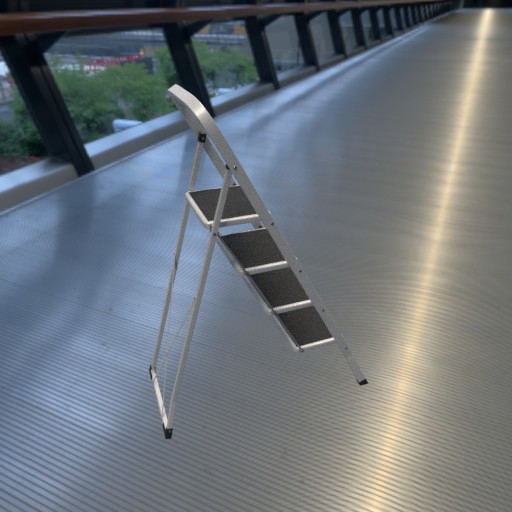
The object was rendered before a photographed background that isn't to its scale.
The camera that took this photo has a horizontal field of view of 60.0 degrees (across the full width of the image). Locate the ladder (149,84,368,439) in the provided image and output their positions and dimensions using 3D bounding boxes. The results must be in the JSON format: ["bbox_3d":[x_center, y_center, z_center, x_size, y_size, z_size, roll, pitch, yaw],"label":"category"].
[{"bbox_3d":[0.000,0.000,1.741,0.914,1.265,0.460,-11,31,-18],"label":"ladder"}]
